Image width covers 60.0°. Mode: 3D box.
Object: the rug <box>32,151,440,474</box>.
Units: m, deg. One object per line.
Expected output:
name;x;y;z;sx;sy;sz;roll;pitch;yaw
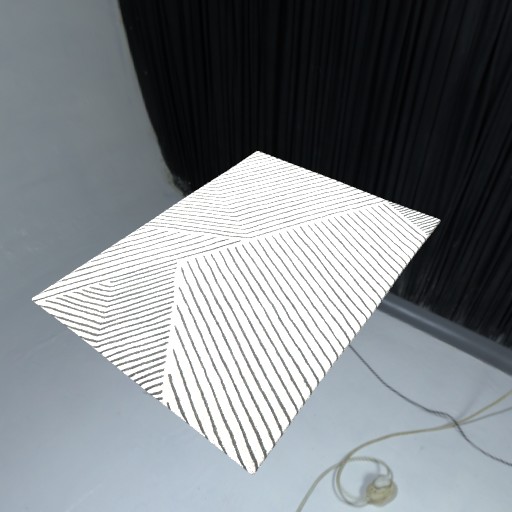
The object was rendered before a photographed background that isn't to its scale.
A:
rug;0.000;0.000;3.200;1.829;0.028;2.449;27;49;27
